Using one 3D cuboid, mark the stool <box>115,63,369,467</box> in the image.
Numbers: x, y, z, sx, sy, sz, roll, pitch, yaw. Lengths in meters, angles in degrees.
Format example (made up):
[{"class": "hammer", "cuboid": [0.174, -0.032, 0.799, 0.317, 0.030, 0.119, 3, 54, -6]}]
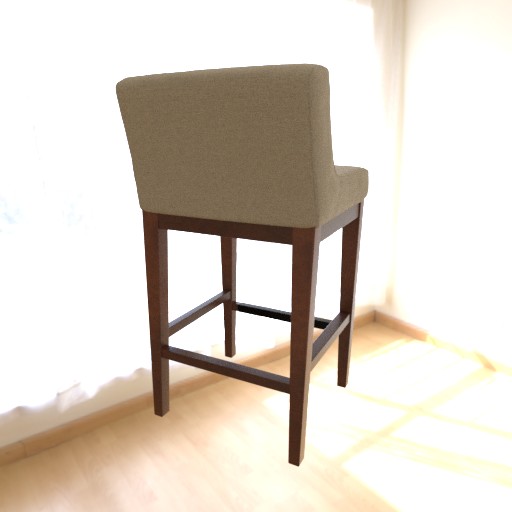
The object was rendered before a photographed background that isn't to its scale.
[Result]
[{"class": "stool", "cuboid": [0.000, 0.000, 1.249, 0.511, 0.937, 0.500, 8, 18, 27]}]
